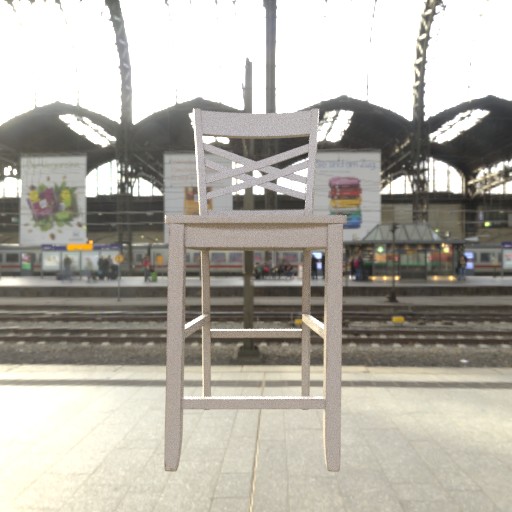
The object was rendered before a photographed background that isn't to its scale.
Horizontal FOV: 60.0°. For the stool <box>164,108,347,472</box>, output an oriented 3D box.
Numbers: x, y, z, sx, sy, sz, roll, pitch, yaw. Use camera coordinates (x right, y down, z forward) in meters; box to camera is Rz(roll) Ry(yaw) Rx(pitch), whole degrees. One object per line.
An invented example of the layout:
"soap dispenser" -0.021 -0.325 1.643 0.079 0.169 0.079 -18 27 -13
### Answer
"stool" 0.000 0.000 1.365 0.462 1.079 0.539 0 -1 0
